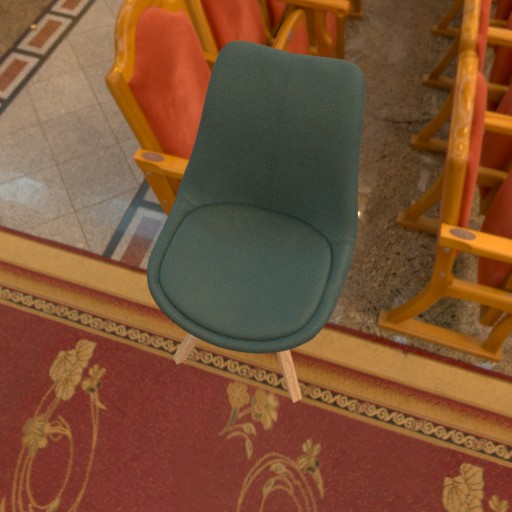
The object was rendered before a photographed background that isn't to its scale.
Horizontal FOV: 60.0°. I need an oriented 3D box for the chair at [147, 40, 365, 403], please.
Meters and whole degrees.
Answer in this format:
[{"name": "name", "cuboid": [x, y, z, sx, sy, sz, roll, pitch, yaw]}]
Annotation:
[{"name": "chair", "cuboid": [0.000, 0.000, 1.177, 0.483, 0.865, 0.547, 16, 60, 9]}]
